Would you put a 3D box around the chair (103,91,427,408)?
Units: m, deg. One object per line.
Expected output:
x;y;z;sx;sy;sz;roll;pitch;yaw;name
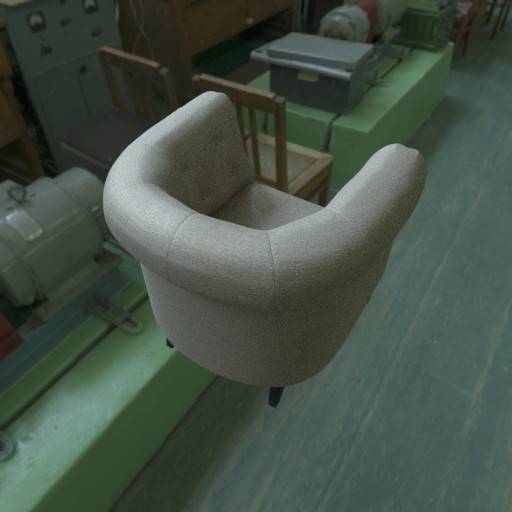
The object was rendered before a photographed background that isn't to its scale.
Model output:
0.000;0.000;1.593;0.905;0.827;0.852;24;50;22;chair
